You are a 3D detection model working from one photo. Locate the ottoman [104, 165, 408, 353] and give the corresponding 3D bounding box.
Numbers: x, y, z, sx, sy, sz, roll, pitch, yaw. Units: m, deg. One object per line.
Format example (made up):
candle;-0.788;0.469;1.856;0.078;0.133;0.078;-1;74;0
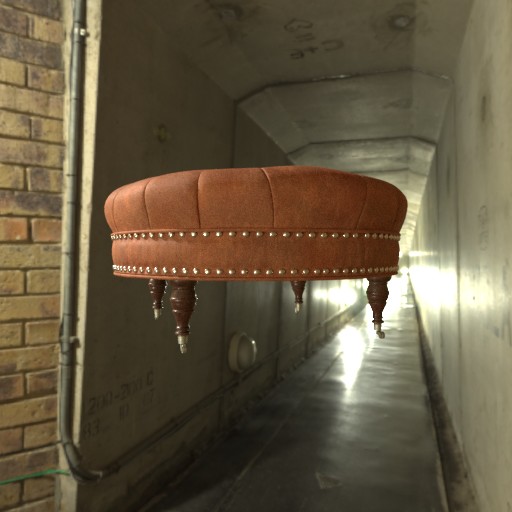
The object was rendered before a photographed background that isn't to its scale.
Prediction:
ottoman;0.000;0.000;1.378;0.901;0.444;0.901;0;0;0
